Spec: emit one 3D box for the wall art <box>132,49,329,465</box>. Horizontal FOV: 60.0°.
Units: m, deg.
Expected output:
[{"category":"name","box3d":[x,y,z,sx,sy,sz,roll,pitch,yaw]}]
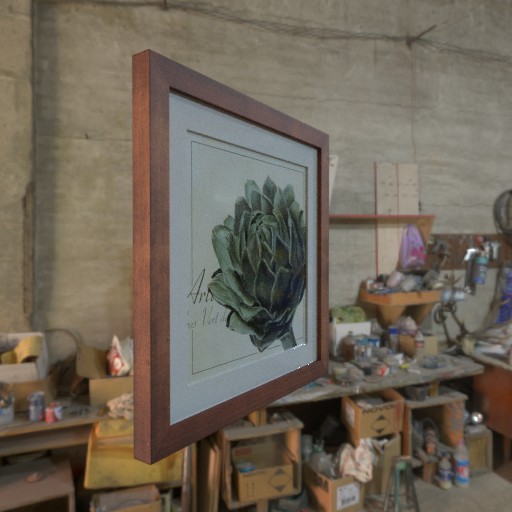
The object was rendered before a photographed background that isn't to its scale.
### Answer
[{"category":"wall art","box3d":[0.000,0.000,0.845,0.037,0.572,0.554,1,1,35]}]
